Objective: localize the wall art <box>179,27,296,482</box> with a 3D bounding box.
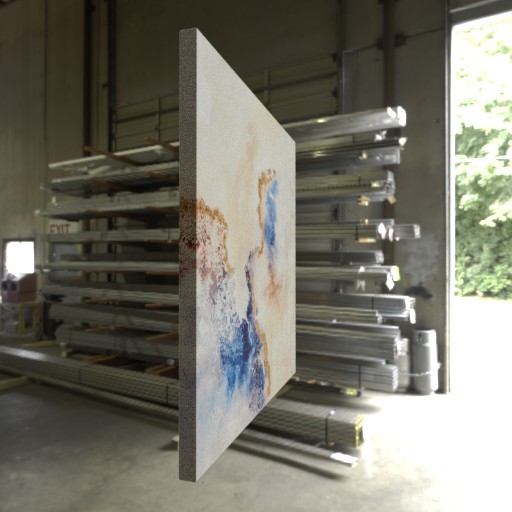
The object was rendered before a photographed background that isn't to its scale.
[{"bbox_3d":[0.000,0.000,1.293,0.038,0.889,0.889,0,-1,18],"label":"wall art"}]
